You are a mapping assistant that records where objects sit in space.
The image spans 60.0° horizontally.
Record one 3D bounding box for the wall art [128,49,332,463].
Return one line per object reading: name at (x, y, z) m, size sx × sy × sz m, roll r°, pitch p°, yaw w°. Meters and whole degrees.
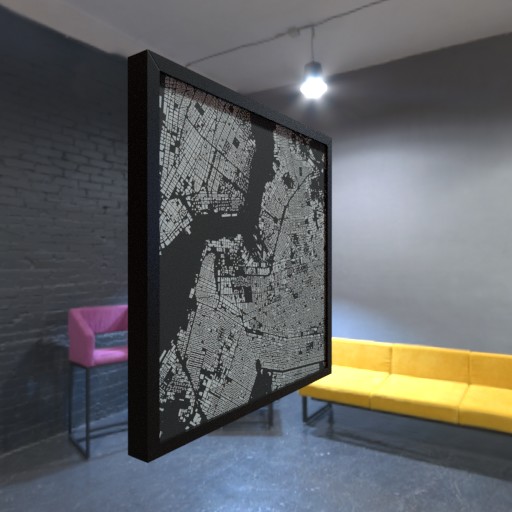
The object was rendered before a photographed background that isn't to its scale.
wall art at (0.000, 0.000, 0.758) m, size 0.038 × 0.506 × 0.506 m, roll 0°, pitch 0°, yaw 36°
